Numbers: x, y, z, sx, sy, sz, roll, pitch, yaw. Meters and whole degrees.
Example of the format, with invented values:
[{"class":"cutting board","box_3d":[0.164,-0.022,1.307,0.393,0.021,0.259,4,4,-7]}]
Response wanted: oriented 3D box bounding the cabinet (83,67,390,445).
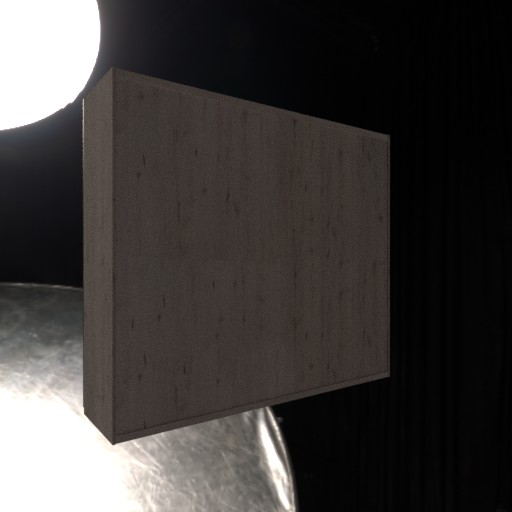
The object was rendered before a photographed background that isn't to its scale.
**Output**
[{"class":"cabinet","box_3d":[0.000,0.000,3.545,2.500,2.180,0.660,0,0,-36]}]
